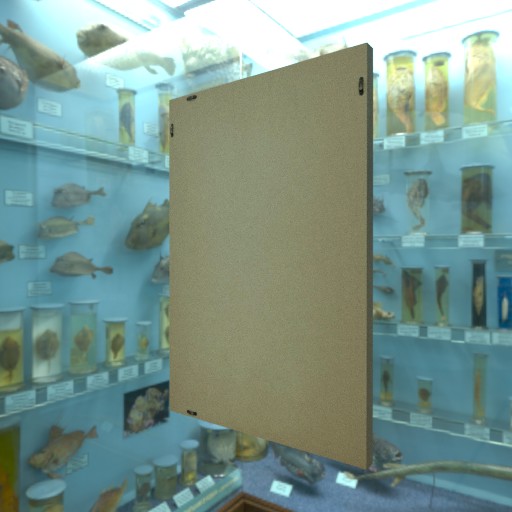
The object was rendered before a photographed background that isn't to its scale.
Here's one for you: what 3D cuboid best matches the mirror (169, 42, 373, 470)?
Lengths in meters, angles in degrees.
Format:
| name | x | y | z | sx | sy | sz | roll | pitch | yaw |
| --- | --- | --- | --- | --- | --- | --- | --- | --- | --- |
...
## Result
| name | x | y | z | sx | sy | sz | roll | pitch | yaw |
| --- | --- | --- | --- | --- | --- | --- | --- | --- | --- |
| mirror | 0.000 | 0.000 | 1.139 | 0.609 | 0.915 | 0.040 | 0 | 0 | 36 |
